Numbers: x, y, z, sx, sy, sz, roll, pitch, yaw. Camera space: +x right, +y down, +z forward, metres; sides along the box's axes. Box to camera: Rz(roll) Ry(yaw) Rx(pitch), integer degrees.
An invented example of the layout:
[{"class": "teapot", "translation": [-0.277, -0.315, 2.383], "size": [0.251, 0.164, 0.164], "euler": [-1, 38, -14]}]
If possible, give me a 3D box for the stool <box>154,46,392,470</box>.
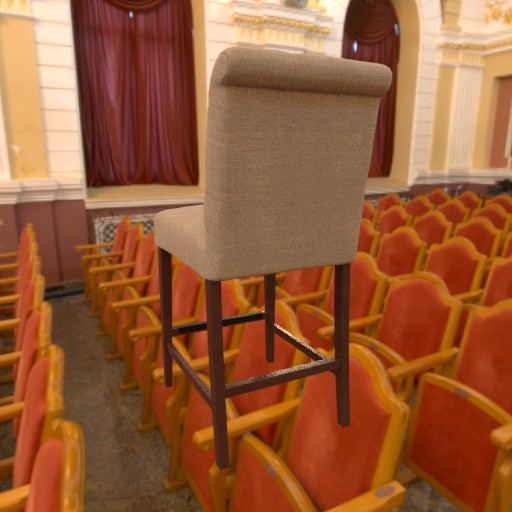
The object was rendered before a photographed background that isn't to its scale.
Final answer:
[{"class": "stool", "translation": [0.000, 0.000, 1.407], "size": [0.486, 1.084, 0.660], "euler": [-7, 14, -27]}]
